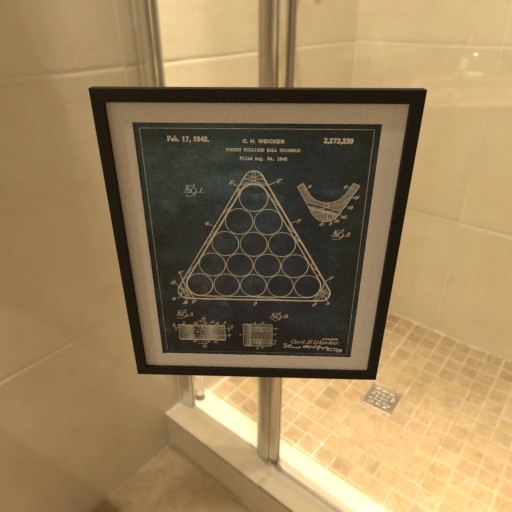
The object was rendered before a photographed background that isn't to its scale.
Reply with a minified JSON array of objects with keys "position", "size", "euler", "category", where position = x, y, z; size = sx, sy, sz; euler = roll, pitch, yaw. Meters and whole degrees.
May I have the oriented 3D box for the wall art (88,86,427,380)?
[{"position":[0.000,0.000,1.206],"size":[0.755,0.863,0.028],"euler":[1,29,2],"category":"wall art"}]
